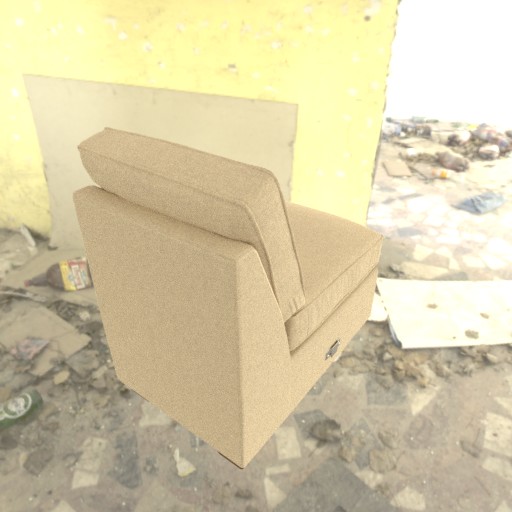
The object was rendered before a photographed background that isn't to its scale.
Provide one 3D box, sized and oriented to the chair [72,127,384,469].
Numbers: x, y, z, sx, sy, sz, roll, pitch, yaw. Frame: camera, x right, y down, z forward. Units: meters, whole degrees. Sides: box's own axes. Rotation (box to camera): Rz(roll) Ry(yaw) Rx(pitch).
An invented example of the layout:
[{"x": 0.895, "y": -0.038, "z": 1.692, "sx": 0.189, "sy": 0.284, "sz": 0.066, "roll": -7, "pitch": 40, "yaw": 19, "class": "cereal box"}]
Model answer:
[{"x": 0.000, "y": 0.000, "z": 1.575, "sx": 0.621, "sy": 0.970, "sz": 0.938, "roll": 22, "pitch": 38, "yaw": 31, "class": "chair"}]
